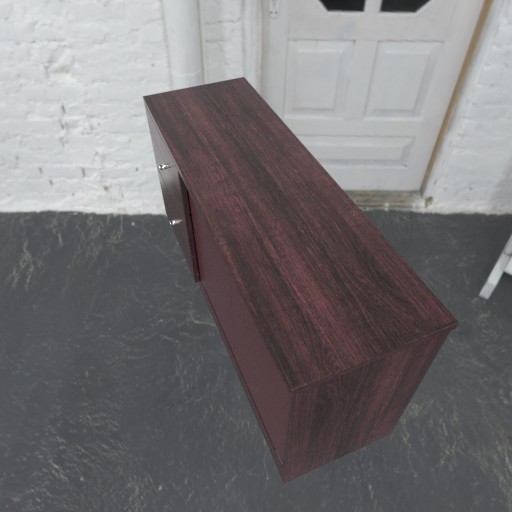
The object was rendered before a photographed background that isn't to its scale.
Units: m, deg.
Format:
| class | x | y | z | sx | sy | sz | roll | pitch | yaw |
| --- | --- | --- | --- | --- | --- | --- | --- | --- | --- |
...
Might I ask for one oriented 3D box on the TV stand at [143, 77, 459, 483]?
| class | x | y | z | sx | sy | sz | roll | pitch | yaw |
| --- | --- | --- | --- | --- | --- | --- | --- | --- | --- |
| TV stand | 0.000 | 0.000 | 1.454 | 0.404 | 0.614 | 1.192 | -17 | 49 | -15 |
